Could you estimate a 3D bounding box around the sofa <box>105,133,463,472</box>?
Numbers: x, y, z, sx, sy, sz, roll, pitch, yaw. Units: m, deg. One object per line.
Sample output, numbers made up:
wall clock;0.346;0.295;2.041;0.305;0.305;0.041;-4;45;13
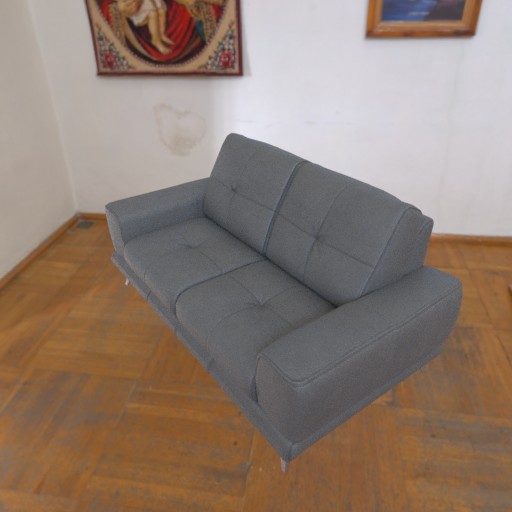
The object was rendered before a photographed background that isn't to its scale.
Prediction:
sofa;0.000;0.000;2.339;1.018;0.907;1.806;-21;37;-30
